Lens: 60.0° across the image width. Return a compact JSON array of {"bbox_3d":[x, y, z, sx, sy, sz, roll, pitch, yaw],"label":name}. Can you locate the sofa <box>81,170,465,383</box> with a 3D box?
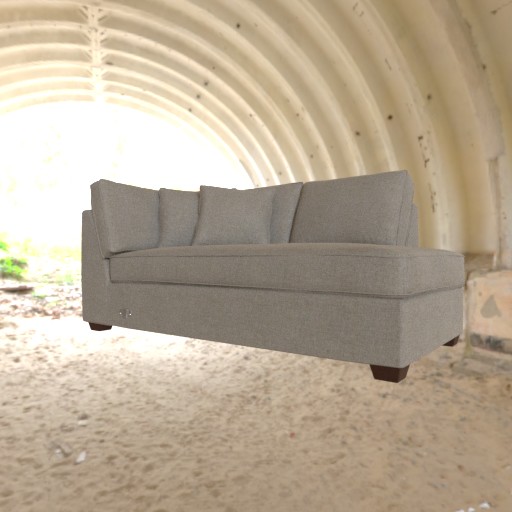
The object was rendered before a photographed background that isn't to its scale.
[{"bbox_3d":[0.000,0.000,2.784,2.238,1.019,1.110,0,0,36],"label":"sofa"}]
